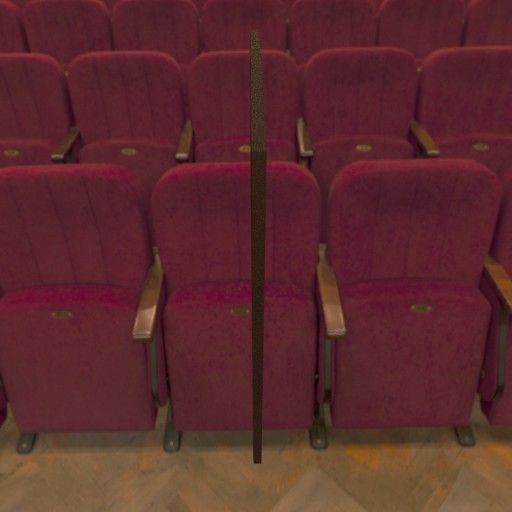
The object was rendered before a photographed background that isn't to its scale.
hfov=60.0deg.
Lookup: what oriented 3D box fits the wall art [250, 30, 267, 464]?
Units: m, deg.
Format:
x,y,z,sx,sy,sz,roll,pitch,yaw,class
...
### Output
x,y,z,sx,sy,sz,roll,pitch,yaw,class
0.000,0.000,0.634,0.013,0.508,0.359,0,40,0,wall art
